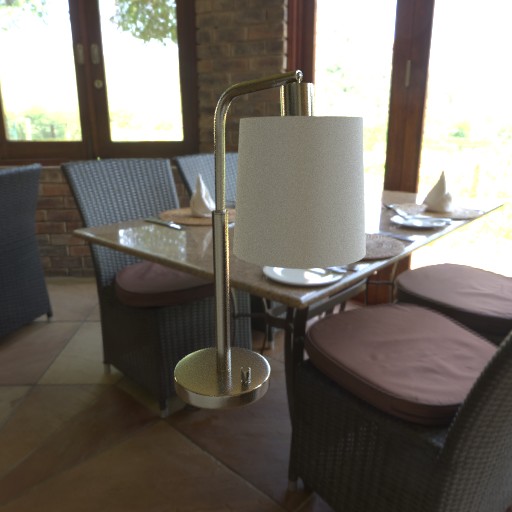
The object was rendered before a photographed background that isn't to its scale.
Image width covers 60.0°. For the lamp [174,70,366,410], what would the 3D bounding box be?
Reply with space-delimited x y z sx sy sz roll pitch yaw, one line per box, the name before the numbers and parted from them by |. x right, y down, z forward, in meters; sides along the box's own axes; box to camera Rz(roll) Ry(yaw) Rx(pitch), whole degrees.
lamp | 0.000 0.000 0.643 0.171 0.489 0.333 -14 21 -42
